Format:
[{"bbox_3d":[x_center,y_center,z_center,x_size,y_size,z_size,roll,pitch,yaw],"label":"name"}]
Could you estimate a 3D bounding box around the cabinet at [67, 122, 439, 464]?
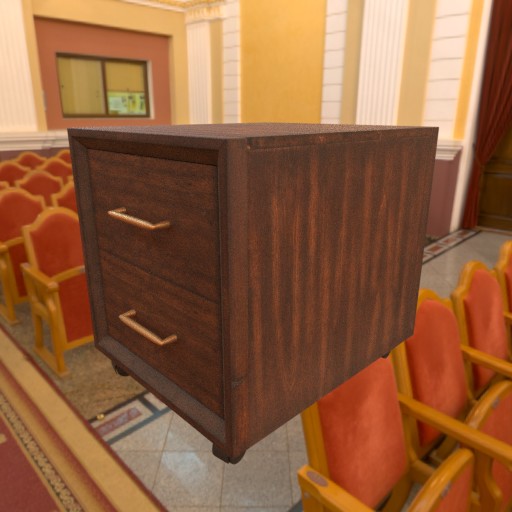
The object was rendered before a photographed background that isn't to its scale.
[{"bbox_3d":[0.000,0.000,0.815,0.500,0.455,0.402,-17,25,-41],"label":"cabinet"}]
